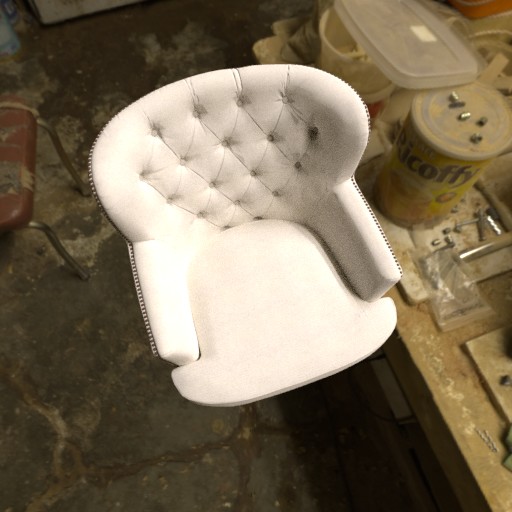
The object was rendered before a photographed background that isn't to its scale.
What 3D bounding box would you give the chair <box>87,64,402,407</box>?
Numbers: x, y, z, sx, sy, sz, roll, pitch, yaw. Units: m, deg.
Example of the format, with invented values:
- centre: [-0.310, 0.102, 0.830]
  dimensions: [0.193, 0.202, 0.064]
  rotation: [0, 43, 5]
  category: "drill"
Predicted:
- centre: [0.000, 0.000, 1.548]
  dimensions: [0.848, 0.868, 0.906]
  rotation: [-17, 66, -8]
  category: "chair"
